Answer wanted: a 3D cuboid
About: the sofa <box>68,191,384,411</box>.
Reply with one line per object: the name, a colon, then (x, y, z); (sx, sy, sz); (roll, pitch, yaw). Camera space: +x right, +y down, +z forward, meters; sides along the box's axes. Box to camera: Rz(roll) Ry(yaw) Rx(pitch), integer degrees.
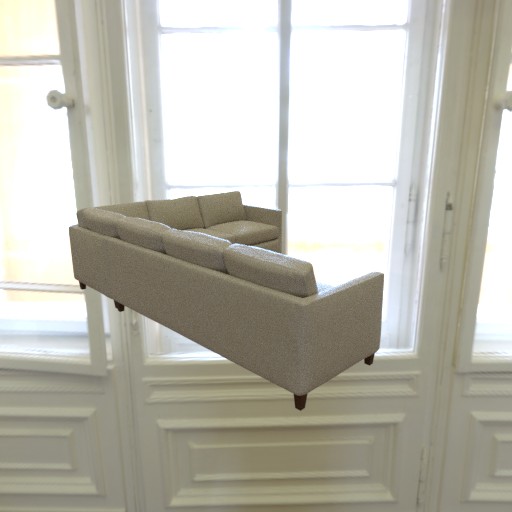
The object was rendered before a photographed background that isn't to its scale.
sofa: (0.000, 0.000, 4.556); (2.522, 0.934, 3.333); (-14, 21, -43)
